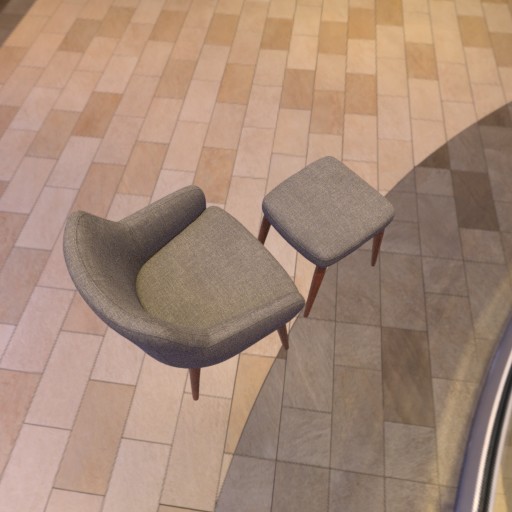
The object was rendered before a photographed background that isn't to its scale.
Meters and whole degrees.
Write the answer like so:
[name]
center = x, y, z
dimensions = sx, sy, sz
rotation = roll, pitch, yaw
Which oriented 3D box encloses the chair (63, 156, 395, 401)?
[chair]
center = 0.000, 0.000, 1.586
dimensions = 1.107, 0.799, 0.584
rotation = -34, 64, -19
